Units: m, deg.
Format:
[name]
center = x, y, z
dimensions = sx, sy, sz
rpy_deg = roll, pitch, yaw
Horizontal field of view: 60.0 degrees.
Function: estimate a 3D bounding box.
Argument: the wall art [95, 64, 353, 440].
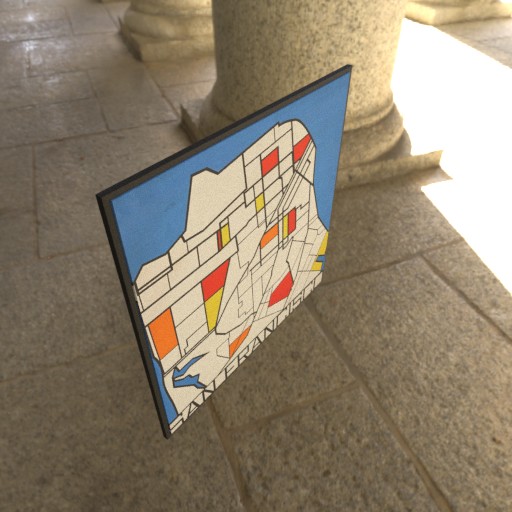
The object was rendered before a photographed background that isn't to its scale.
[wall art]
center = 0.000, 0.000, 0.997
dimensions = 0.015, 0.663, 0.664
rpy_deg = 28, 48, 28
